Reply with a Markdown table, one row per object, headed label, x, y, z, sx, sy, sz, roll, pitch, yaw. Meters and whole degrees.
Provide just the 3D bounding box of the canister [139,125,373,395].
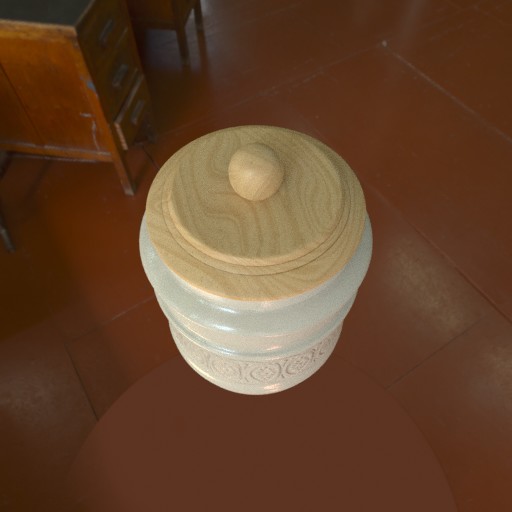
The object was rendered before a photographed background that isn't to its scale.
| label | x | y | z | sx | sy | sz | roll | pitch | yaw |
| --- | --- | --- | --- | --- | --- | --- | --- | --- | --- |
| canister | 0.000 | 0.000 | 0.273 | 0.130 | 0.176 | 0.130 | 0 | 58 | 0 |
